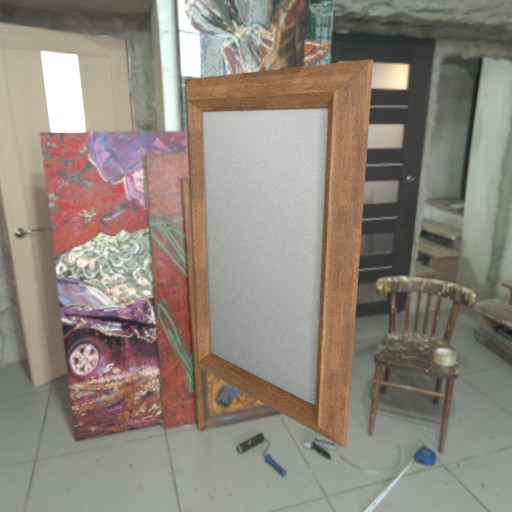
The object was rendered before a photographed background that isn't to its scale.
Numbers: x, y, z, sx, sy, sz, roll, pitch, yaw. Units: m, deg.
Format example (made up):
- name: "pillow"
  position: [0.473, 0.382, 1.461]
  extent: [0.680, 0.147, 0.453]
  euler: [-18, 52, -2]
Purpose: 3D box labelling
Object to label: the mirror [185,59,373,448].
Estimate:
- name: "mirror"
  position: [0.000, 0.000, 1.300]
  extent: [0.651, 1.010, 0.047]
  euler: [15, 22, 41]
